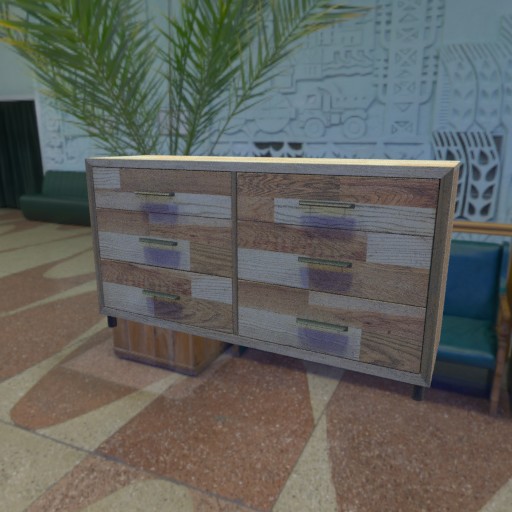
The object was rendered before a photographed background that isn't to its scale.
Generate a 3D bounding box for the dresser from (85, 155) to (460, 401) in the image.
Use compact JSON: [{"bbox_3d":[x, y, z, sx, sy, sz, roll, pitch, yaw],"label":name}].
[{"bbox_3d":[0.000,0.000,1.963,1.547,0.834,0.487,7,16,25],"label":"dresser"}]
